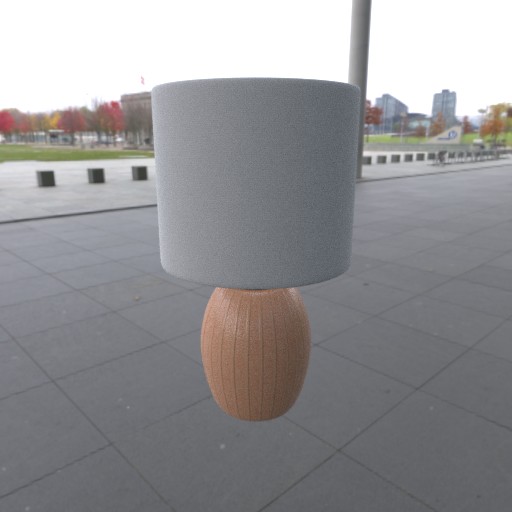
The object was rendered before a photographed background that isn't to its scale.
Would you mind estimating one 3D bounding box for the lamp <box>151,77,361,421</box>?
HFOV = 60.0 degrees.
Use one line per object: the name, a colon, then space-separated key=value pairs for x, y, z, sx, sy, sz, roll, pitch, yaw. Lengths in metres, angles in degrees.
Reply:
lamp: x=0.000 y=0.000 z=0.781 sx=0.329 sy=0.570 sz=0.329 roll=0 pitch=15 yaw=0
